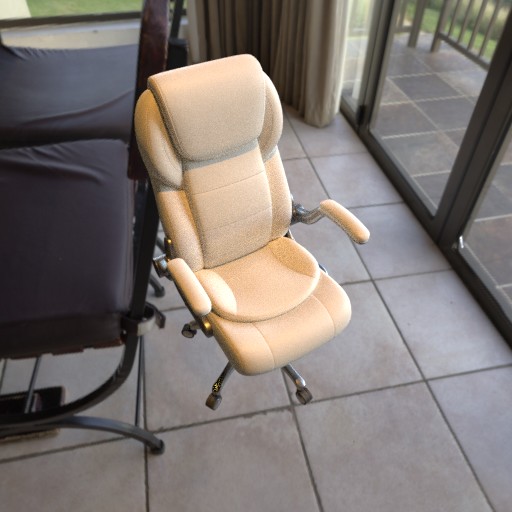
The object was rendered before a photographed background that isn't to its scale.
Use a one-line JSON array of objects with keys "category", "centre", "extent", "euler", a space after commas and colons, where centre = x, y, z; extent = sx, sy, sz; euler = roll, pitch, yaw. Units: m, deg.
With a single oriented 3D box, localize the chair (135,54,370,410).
[{"category": "chair", "centre": [0.000, 0.000, 1.819], "extent": [0.755, 1.330, 0.806], "euler": [-23, 50, -21]}]
